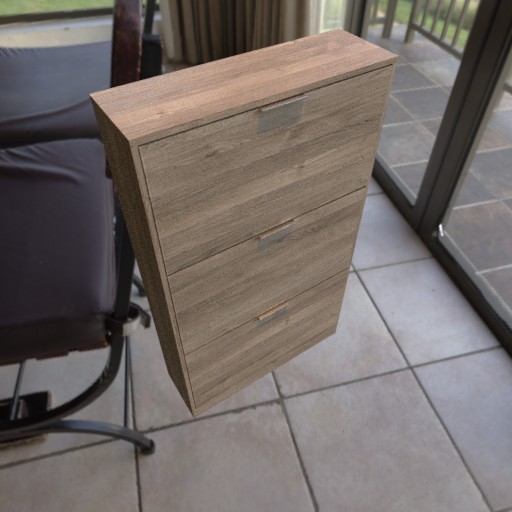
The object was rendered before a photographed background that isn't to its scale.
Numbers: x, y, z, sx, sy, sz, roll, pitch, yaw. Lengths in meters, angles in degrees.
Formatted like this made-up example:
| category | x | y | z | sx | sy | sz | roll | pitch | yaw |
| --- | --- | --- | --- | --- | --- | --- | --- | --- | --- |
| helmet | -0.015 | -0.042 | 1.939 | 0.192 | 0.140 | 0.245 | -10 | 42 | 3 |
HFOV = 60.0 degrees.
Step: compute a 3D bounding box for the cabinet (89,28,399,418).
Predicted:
| category | x | y | z | sx | sy | sz | roll | pitch | yaw |
| --- | --- | --- | --- | --- | --- | --- | --- | --- | --- |
| cabinet | 0.000 | 0.000 | 1.545 | 0.750 | 1.280 | 0.250 | -25 | 51 | -22 |
